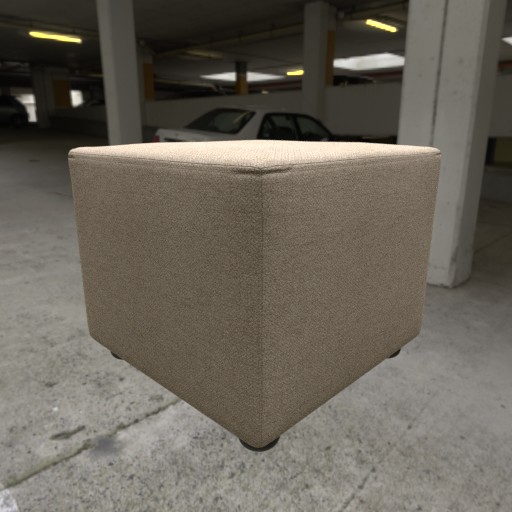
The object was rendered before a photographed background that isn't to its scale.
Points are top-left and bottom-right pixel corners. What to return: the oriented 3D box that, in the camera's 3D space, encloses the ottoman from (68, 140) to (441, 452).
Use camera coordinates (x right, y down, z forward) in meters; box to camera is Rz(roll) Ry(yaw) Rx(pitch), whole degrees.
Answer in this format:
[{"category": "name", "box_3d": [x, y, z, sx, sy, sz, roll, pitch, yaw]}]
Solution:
[{"category": "ottoman", "box_3d": [0.000, 0.000, 0.869, 0.508, 0.432, 0.508, 15, 22, 42]}]
